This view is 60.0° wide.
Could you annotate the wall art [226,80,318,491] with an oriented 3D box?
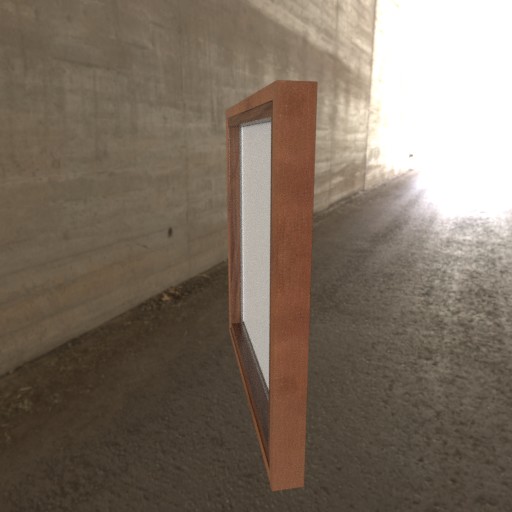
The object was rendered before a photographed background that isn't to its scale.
[{"bbox_3d":[0.000,0.000,0.607,0.035,0.403,0.403,-2,15,-9],"label":"wall art"}]
